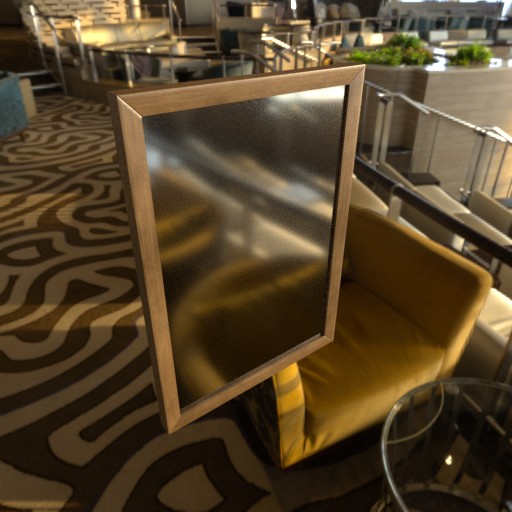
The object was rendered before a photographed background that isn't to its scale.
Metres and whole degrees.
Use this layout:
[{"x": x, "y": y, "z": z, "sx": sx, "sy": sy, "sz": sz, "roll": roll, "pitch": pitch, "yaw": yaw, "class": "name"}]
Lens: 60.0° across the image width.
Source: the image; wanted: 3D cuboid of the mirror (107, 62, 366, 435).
[{"x": 0.000, "y": 0.000, "z": 0.930, "sx": 0.507, "sy": 0.710, "sz": 0.040, "roll": -21, "pitch": 37, "yaw": -31, "class": "mirror"}]
